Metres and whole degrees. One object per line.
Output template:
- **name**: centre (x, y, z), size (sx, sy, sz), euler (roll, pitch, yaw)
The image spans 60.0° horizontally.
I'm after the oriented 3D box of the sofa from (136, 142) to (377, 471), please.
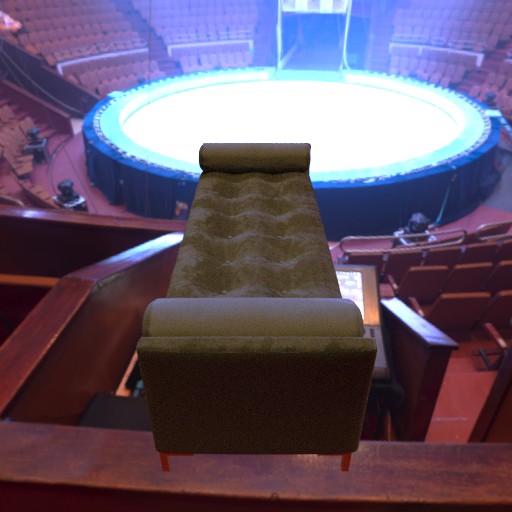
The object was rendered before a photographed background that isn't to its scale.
- **sofa**: centre (0.000, 0.000, 2.430), size (0.796, 0.705, 2.102), euler (0, 32, 0)
